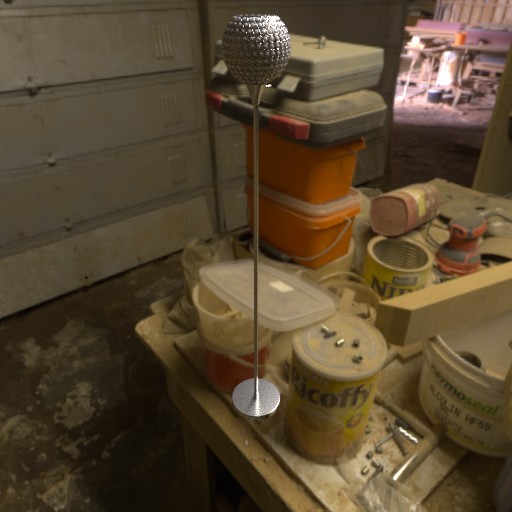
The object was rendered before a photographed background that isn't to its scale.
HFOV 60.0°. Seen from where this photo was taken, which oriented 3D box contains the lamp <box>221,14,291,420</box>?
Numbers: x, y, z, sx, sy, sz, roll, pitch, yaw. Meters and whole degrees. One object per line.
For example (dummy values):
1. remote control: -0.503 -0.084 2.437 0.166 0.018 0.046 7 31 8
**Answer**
1. lamp: 0.000 0.000 1.888 0.254 1.805 0.254 0 32 0
